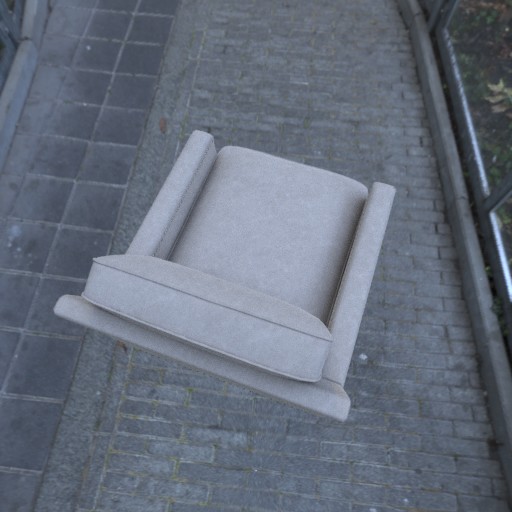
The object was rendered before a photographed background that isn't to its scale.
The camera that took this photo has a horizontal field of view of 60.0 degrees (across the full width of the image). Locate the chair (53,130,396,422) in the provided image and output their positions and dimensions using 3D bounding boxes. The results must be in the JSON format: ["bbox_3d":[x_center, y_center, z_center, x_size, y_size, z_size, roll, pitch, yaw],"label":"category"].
[{"bbox_3d":[0.000,0.000,1.666,0.853,0.943,1.014,18,66,9],"label":"chair"}]
